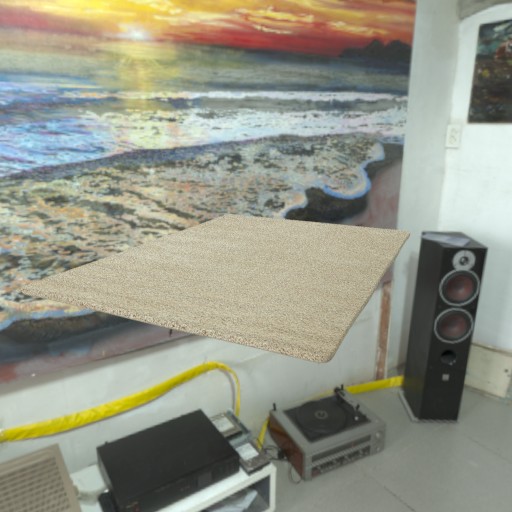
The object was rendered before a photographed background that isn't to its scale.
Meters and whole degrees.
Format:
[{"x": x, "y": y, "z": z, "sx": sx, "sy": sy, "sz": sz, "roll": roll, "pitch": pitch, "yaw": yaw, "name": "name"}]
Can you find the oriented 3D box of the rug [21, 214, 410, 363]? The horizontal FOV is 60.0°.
[{"x": 0.000, "y": 0.000, "z": 2.101, "sx": 1.199, "sy": 0.025, "sz": 1.600, "roll": 8, "pitch": 18, "yaw": 25, "name": "rug"}]
